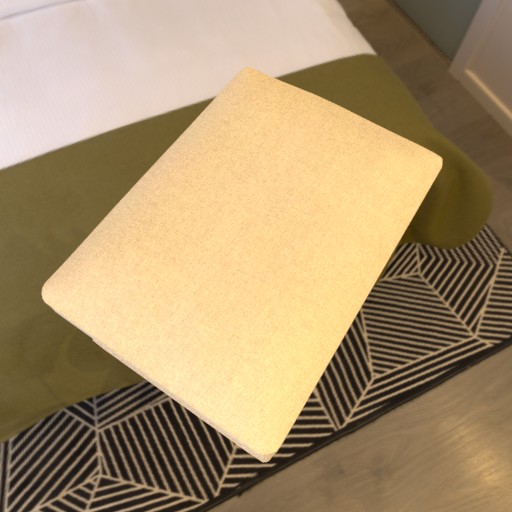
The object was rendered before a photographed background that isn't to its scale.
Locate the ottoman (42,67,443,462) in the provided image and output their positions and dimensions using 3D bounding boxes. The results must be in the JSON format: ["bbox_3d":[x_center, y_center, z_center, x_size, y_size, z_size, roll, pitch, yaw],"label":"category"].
[{"bbox_3d":[0.000,0.000,1.218,0.619,0.504,0.843,31,68,14],"label":"ottoman"}]
